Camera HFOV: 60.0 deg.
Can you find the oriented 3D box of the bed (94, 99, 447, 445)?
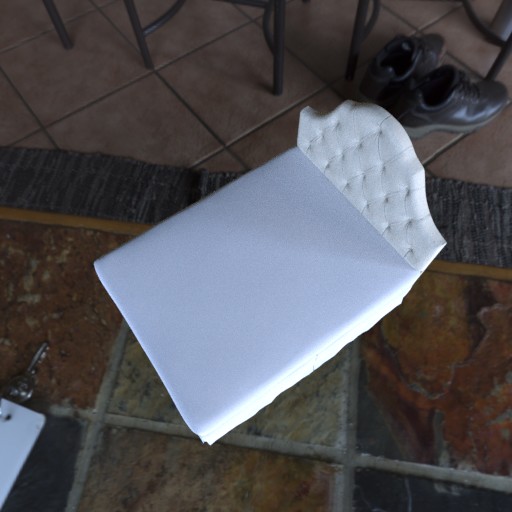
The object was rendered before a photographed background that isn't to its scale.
[{"bbox_3d":[0.000,0.000,3.218,2.092,1.575,1.627,-32,68,-15],"label":"bed"}]
